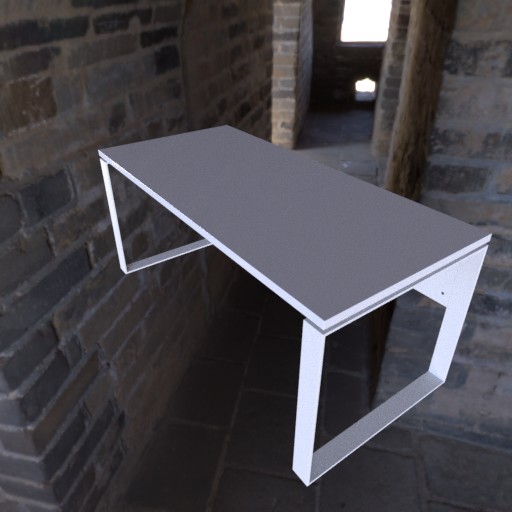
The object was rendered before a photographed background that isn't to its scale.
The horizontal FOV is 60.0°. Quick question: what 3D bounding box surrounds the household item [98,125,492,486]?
[{"bbox_3d":[0.000,0.000,2.126,0.800,0.745,1.700,-21,37,-30],"label":"household item"}]
